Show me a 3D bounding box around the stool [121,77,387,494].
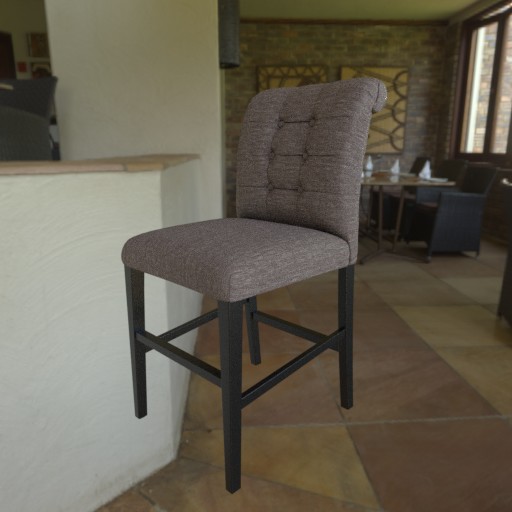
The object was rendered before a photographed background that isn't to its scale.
[{"bbox_3d":[0.000,0.000,1.268,0.611,0.970,0.457,-13,19,-43],"label":"stool"}]
